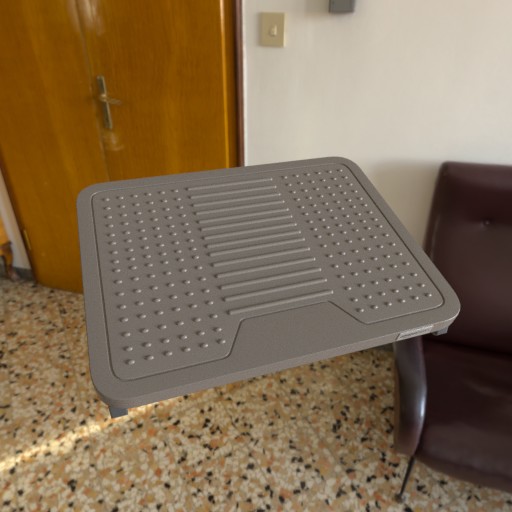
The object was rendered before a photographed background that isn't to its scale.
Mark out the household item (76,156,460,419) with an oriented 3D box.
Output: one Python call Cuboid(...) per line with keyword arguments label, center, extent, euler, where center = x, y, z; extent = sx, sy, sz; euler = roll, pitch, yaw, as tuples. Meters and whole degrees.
Cuboid(label="household item", center=(0.000, 0.000, 0.532), extent=(0.390, 0.126, 0.301), euler=(-10, 32, -16))
